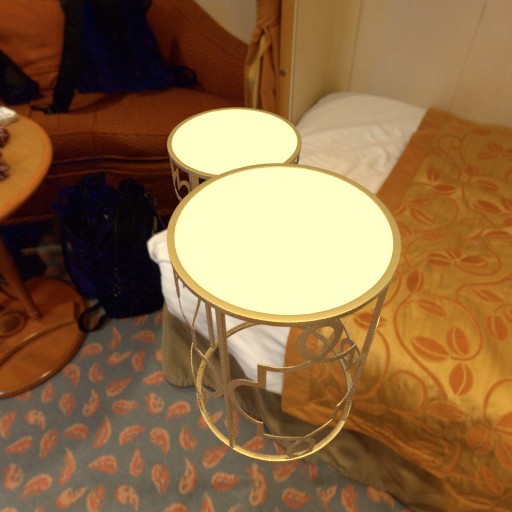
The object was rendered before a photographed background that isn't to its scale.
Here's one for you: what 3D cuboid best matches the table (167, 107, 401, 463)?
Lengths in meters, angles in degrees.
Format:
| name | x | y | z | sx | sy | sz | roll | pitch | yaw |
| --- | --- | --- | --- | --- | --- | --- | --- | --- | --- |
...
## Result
| name | x | y | z | sx | sy | sz | roll | pitch | yaw |
| --- | --- | --- | --- | --- | --- | --- | --- | --- | --- |
| table | 0.000 | 0.000 | 1.153 | 0.420 | 0.564 | 0.846 | -10 | 46 | -9 |
